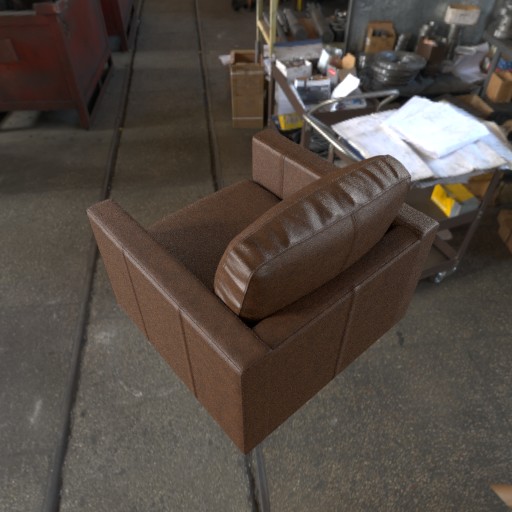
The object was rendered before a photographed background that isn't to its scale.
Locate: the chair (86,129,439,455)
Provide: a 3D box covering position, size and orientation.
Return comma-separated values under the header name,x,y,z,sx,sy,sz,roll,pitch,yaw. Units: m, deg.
name,x,y,z,sx,sy,sz,roll,pitch,yaw
chair,0.000,0.000,1.697,0.890,0.956,0.909,-31,52,-28
